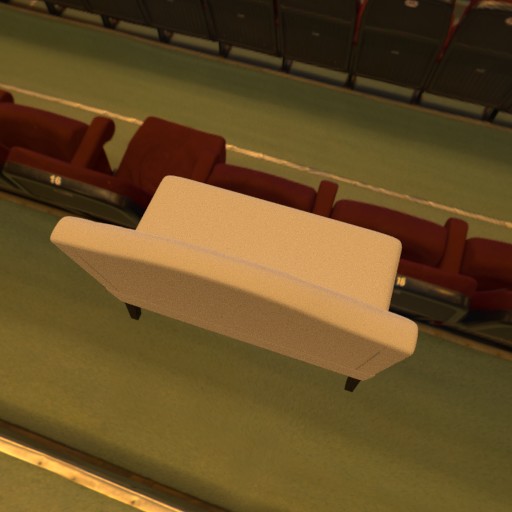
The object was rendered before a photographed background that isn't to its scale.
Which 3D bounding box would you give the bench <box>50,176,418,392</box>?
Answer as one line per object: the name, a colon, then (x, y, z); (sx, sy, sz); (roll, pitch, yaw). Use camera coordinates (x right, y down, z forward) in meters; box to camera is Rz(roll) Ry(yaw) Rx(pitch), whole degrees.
bench: (0.000, 0.000, 2.062); (1.335, 1.180, 0.815); (17, 64, 8)
